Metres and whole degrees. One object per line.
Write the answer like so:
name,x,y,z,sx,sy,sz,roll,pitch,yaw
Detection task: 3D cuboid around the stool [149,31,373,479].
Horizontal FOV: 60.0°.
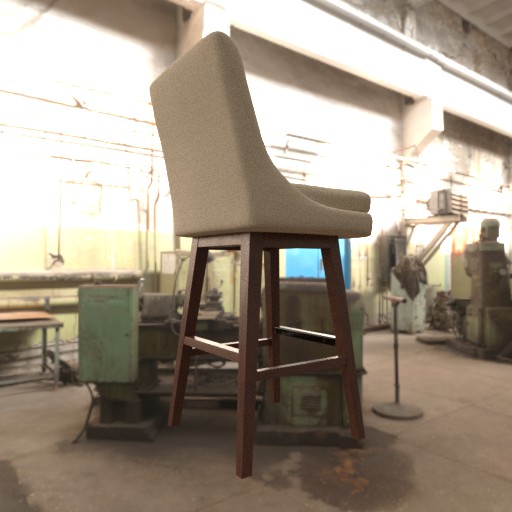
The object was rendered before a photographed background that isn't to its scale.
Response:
stool,0.000,0.000,1.372,0.559,1.093,0.483,1,-1,-35
